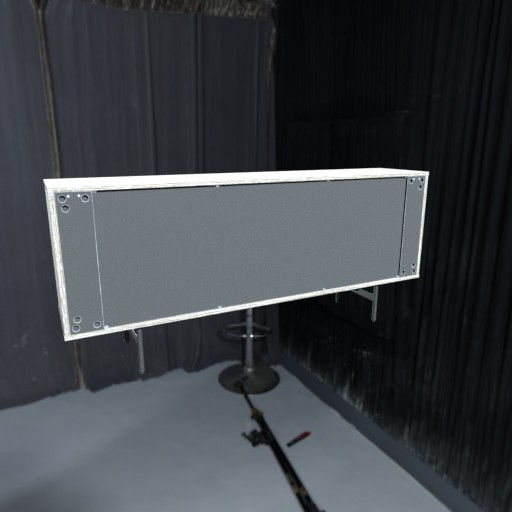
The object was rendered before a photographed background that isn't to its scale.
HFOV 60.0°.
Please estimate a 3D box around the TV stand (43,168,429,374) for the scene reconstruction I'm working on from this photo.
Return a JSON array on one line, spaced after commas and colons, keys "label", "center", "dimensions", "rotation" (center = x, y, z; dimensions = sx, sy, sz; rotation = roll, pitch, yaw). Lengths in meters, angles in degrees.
[{"label": "TV stand", "center": [0.000, 0.000, 2.182], "dimensions": [1.804, 0.787, 0.405], "rotation": [-7, 16, -26]}]
